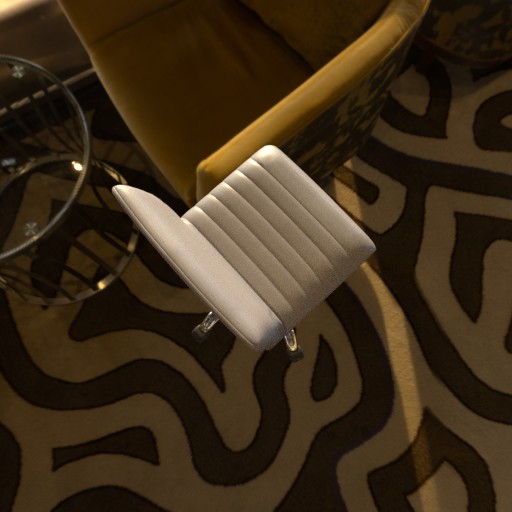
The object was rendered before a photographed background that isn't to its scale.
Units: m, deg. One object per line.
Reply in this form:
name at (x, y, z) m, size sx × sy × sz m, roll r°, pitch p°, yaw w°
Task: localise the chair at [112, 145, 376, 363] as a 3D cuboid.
chair at (0.000, 0.000, 1.158) m, size 0.542 × 0.750 × 0.569 m, roll -41°, pitch 78°, yaw -10°
